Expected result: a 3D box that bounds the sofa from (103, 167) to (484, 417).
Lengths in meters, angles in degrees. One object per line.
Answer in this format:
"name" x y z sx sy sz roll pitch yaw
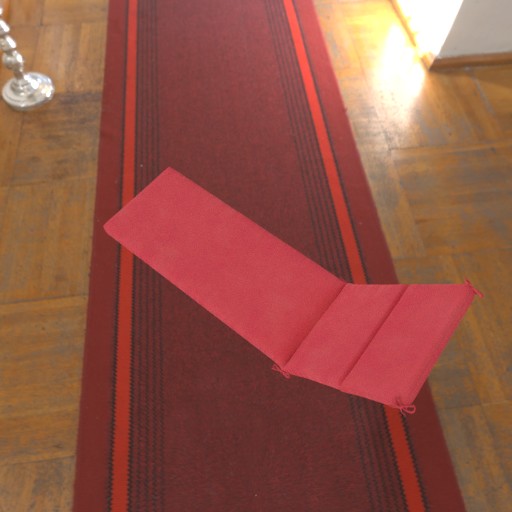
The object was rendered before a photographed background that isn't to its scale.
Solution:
"sofa" 0.000 0.000 1.968 1.663 0.622 0.582 35 67 17
